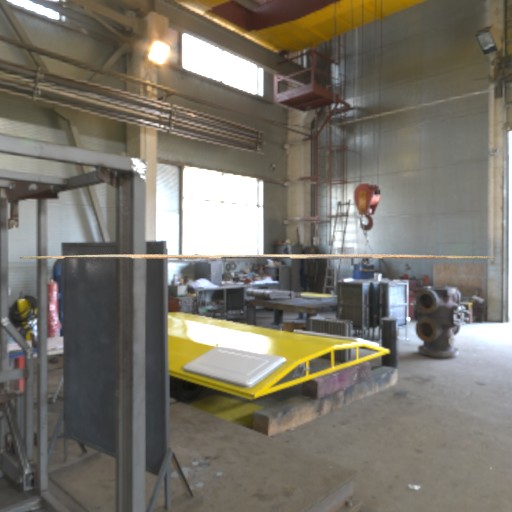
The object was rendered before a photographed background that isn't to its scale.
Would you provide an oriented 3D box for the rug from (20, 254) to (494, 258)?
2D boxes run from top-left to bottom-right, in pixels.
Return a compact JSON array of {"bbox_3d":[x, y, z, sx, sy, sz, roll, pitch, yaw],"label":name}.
[{"bbox_3d":[0.000,0.000,2.313,1.828,0.006,1.216,0,1,-2],"label":"rug"}]
